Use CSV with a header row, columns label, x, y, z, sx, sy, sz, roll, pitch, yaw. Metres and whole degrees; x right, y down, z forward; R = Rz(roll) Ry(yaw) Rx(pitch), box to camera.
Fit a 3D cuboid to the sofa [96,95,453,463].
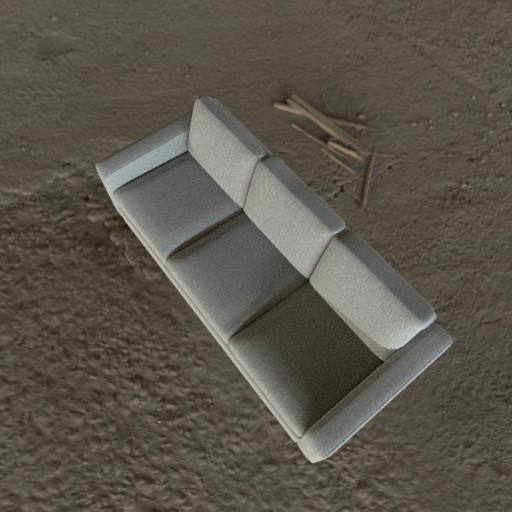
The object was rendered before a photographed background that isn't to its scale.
label,x,y,z,sx,sy,sz,roll,pitch,yaw
sofa,0.000,0.000,2.614,0.900,0.800,2.120,-35,68,-16
